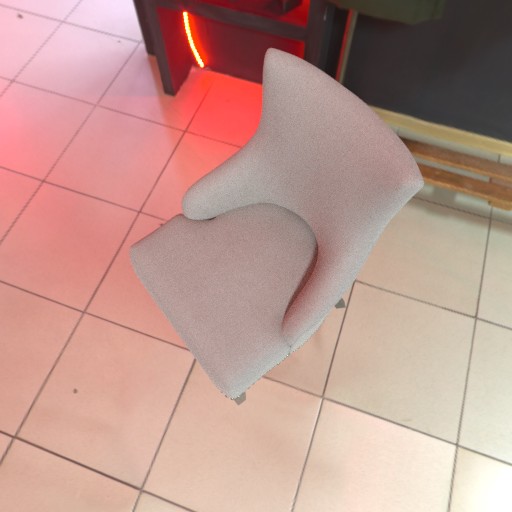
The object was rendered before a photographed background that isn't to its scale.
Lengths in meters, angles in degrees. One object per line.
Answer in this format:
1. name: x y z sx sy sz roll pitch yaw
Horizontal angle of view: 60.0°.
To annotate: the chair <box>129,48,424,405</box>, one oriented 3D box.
1. chair: 0.000 0.000 1.328 0.629 0.909 0.566 -35 69 -16
